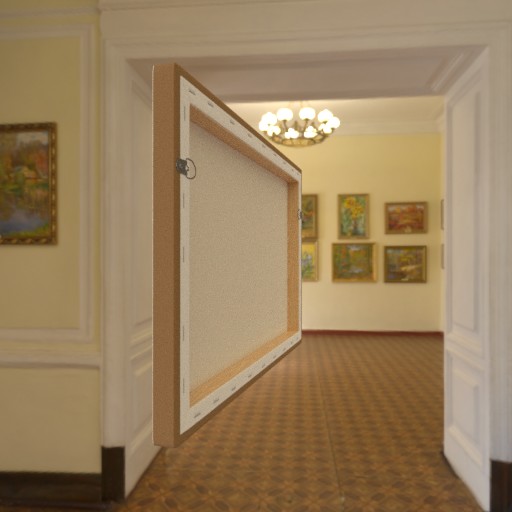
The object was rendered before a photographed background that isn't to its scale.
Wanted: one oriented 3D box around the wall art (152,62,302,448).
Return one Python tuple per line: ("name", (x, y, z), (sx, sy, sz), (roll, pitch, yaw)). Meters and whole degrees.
("wall art", (0.000, 0.000, 0.471), (0.019, 0.254, 0.380), (0, 0, 18))
